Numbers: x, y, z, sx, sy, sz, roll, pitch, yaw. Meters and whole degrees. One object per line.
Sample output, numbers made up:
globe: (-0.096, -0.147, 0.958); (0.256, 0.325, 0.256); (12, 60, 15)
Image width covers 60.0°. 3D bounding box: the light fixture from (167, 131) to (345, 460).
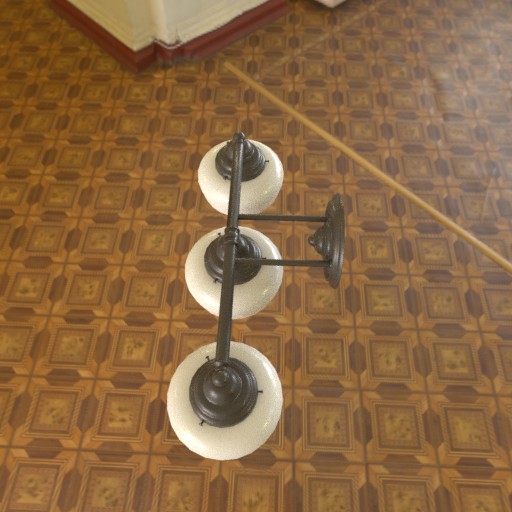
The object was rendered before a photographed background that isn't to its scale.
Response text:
light fixture: (0.000, 0.000, 0.706); (0.239, 0.242, 0.587); (2, 58, 1)
